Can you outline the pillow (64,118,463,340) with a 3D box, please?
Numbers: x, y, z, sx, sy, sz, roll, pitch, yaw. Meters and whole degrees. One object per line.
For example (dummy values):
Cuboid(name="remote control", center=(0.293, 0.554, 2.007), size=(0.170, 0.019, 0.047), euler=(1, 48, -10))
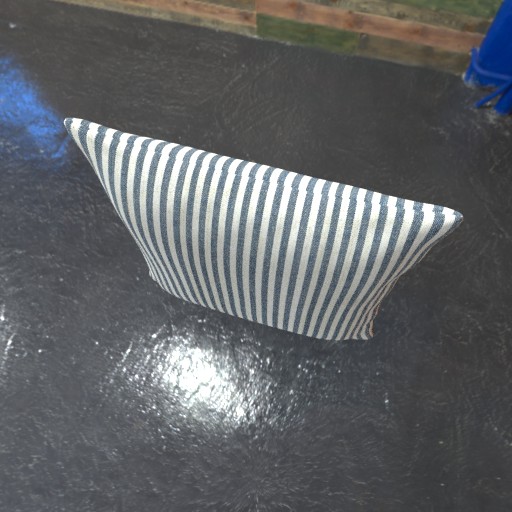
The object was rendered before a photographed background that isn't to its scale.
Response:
Cuboid(name="pillow", center=(0.000, 0.000, 0.774), size=(0.523, 0.510, 0.166), euler=(15, 64, 8))
